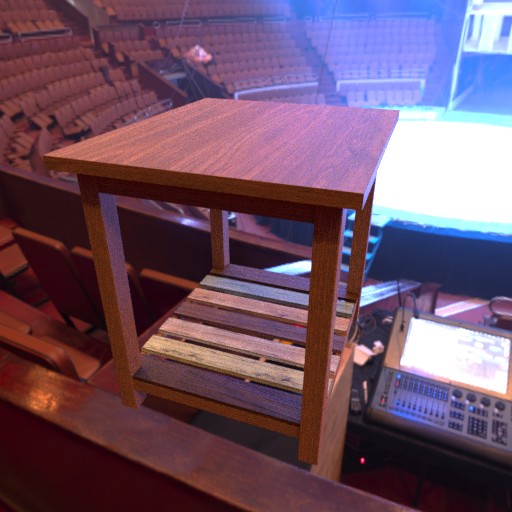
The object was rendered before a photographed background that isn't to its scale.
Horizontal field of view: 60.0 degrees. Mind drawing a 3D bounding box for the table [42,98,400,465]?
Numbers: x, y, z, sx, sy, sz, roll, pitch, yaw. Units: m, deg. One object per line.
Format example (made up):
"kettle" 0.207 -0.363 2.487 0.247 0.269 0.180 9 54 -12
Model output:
"table" 0.000 0.000 1.119 0.559 0.635 0.660 10 30 18
